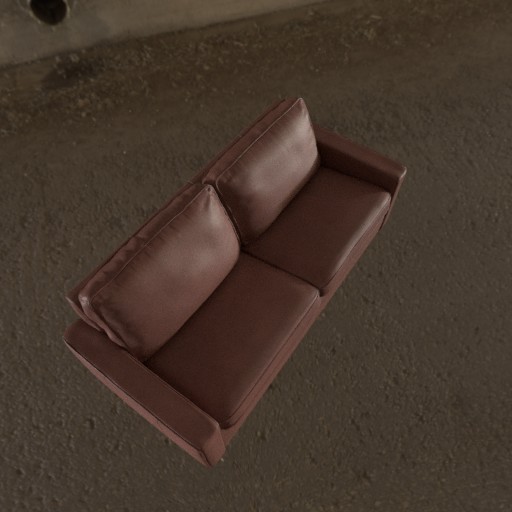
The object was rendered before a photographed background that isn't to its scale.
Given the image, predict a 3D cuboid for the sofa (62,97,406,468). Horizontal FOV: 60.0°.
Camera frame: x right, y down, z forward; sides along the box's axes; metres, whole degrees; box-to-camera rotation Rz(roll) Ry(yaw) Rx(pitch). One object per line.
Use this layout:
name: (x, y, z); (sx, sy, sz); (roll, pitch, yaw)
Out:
sofa: (0.000, 0.000, 2.593); (0.940, 0.919, 2.080); (31, 62, 19)
